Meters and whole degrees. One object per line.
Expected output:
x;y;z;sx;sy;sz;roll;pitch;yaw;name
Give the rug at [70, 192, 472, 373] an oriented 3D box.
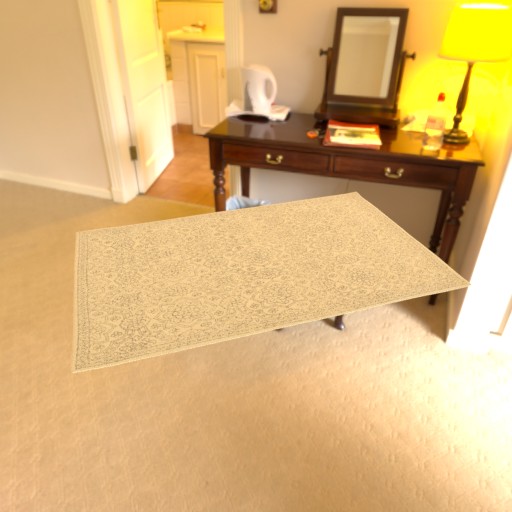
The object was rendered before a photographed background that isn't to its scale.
0.000;0.000;3.124;2.434;0.023;1.518;-10;34;-15;rug
